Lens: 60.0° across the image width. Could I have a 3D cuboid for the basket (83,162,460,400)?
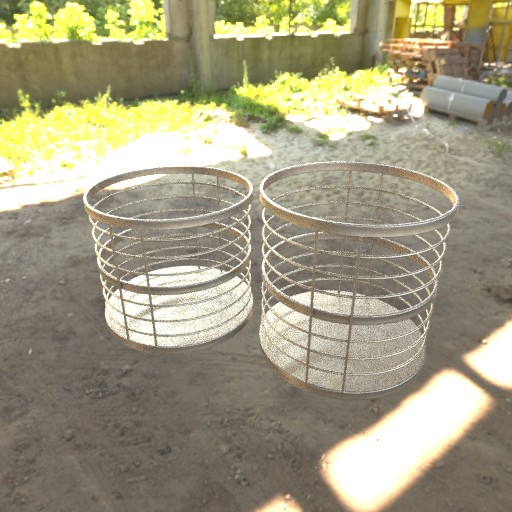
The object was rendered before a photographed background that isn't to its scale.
[{"bbox_3d":[0.000,0.000,0.955,0.746,0.351,0.356,9,29,17],"label":"basket"}]
